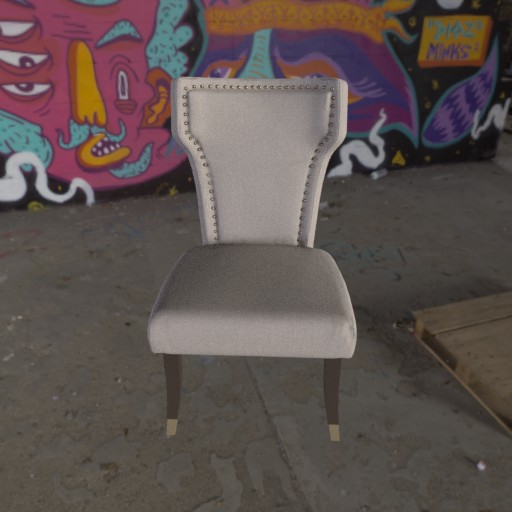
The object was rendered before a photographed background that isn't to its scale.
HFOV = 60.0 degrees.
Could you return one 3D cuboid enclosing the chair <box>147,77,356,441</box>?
[{"bbox_3d":[0.000,0.000,1.323,0.526,0.950,0.630,1,29,2],"label":"chair"}]
